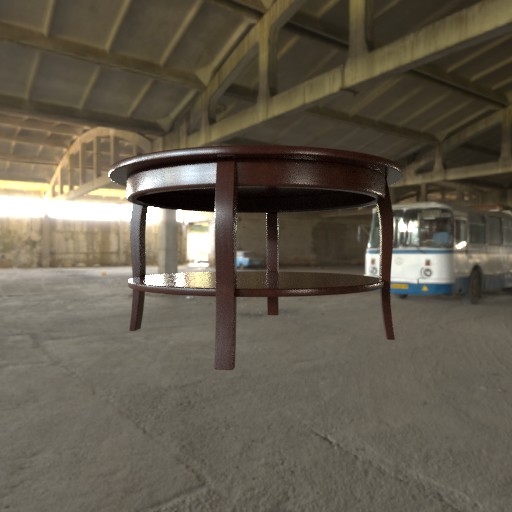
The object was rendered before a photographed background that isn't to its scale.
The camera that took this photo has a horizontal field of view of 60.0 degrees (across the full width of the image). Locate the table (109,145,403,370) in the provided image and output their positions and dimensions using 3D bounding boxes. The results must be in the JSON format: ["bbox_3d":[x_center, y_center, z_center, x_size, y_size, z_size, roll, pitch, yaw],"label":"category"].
[{"bbox_3d":[0.000,0.000,1.448,0.911,0.512,0.911,0,1,0],"label":"table"}]
